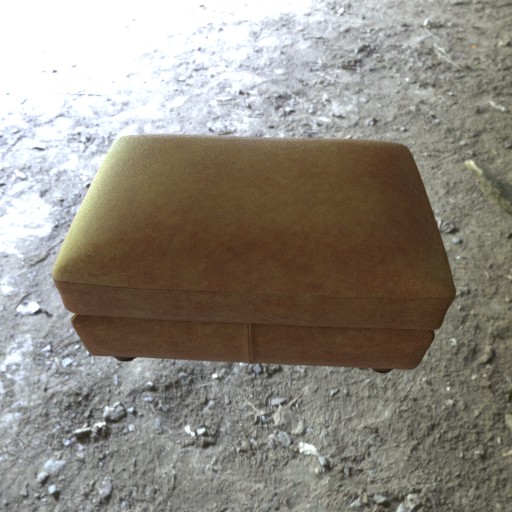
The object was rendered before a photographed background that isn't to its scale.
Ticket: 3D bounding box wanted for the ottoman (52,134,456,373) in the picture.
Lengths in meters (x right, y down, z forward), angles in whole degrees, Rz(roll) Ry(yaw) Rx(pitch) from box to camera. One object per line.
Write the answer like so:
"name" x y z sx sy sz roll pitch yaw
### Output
"ottoman" 0.000 0.000 1.198 0.852 0.507 0.565 2 47 2
